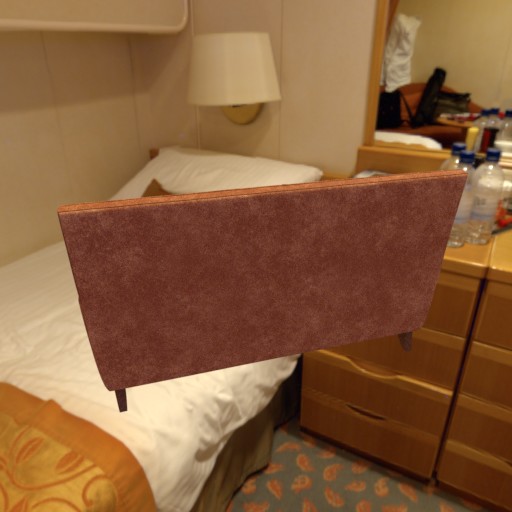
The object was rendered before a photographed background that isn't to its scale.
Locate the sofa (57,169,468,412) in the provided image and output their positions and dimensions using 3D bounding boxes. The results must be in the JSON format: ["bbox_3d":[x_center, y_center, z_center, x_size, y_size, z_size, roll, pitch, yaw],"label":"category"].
[{"bbox_3d":[0.000,0.000,2.027,1.473,0.871,0.787,-8,27,-15],"label":"sofa"}]
